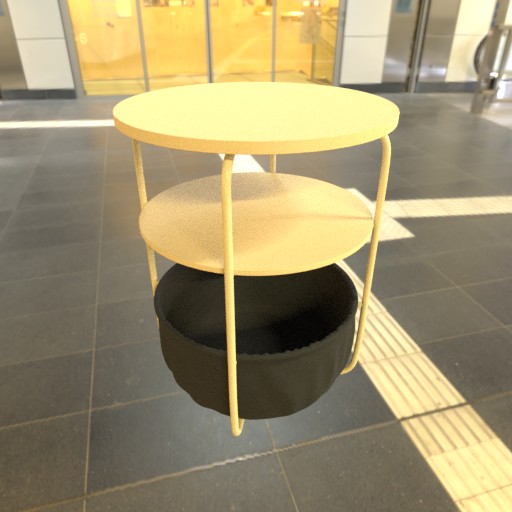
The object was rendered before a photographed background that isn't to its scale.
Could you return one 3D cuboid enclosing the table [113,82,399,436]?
[{"bbox_3d":[0.000,0.000,0.803,0.418,0.532,0.418,-19,35,-30],"label":"table"}]
